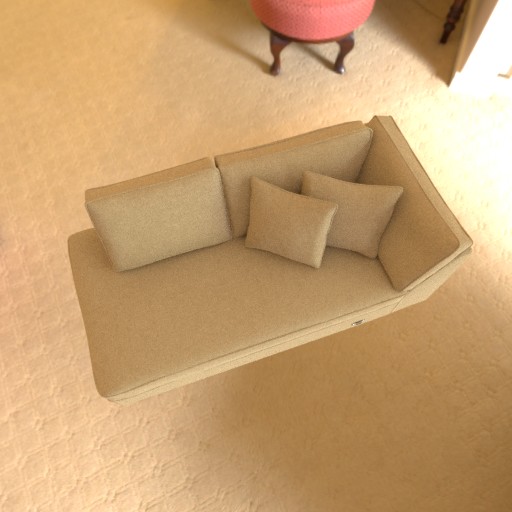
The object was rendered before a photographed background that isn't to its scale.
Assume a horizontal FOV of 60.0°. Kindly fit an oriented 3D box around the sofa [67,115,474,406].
[{"bbox_3d":[0.000,0.000,2.794,2.237,1.033,1.110,-17,65,-8],"label":"sofa"}]
